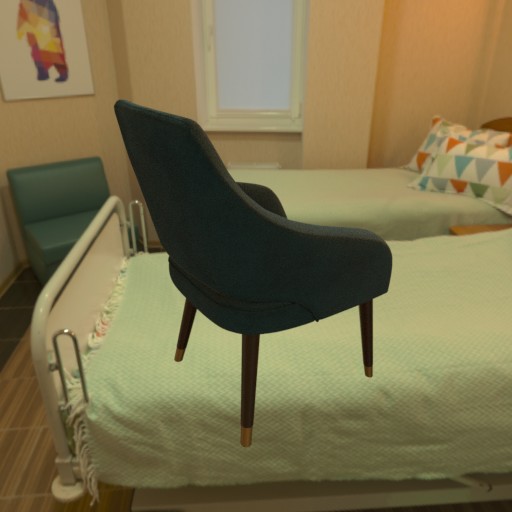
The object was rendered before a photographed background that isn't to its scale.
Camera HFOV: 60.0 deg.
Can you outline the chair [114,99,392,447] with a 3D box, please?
[{"bbox_3d":[0.000,0.000,1.581,0.794,1.081,0.683,-17,31,-30],"label":"chair"}]
